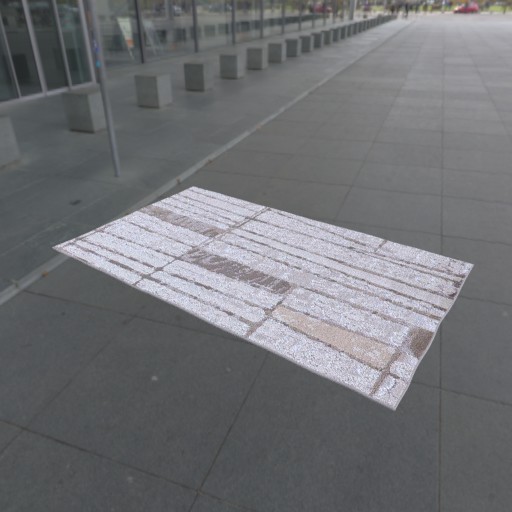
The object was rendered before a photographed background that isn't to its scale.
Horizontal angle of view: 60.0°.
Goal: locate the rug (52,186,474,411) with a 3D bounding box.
[{"bbox_3d":[0.000,0.000,1.054,0.867,0.007,0.515,19,35,30],"label":"rug"}]
